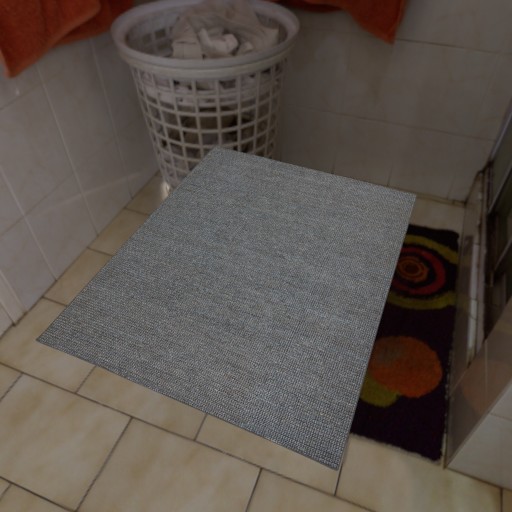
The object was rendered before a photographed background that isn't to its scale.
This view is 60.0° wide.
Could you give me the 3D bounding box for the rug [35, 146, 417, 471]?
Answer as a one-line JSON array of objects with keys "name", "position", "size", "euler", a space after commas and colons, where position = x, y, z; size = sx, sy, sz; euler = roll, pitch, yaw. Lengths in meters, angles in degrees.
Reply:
[{"name": "rug", "position": [0.000, 0.000, 4.113], "size": [2.456, 0.021, 3.068], "euler": [17, 48, 16]}]
